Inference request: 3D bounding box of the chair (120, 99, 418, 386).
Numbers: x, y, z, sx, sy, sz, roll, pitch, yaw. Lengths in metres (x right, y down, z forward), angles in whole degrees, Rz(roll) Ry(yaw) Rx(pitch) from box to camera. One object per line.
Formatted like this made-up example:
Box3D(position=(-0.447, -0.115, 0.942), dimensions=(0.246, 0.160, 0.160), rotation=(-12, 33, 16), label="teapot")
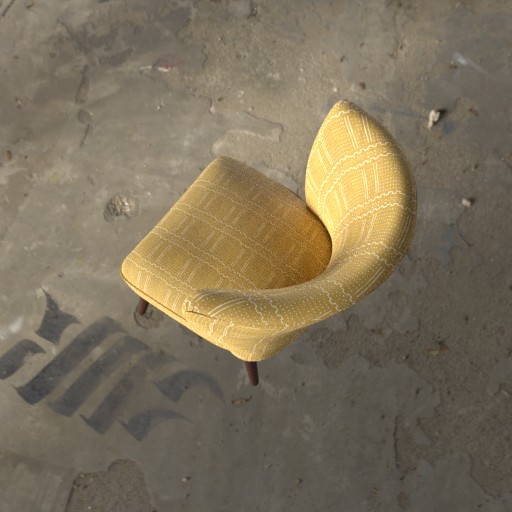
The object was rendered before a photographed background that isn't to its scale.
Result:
Box3D(position=(0.000, 0.000, 1.412), dimensions=(0.758, 0.866, 0.706), rotation=(30, 68, 14), label="chair")
